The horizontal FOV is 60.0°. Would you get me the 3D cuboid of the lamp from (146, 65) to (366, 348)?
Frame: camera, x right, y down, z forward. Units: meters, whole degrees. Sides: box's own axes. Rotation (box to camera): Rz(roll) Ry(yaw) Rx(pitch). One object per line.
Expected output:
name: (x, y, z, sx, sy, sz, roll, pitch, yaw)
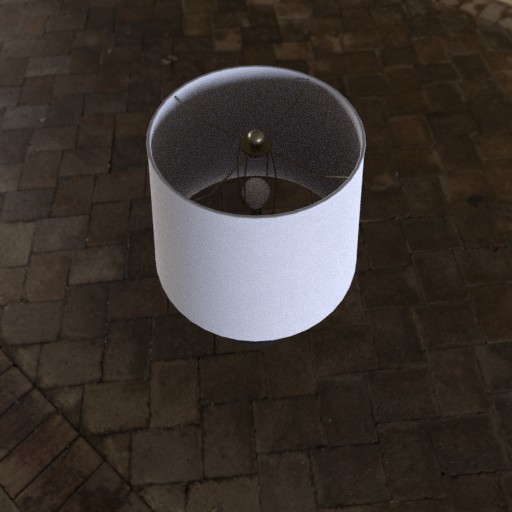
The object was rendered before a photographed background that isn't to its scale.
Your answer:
lamp: (0.000, 0.000, 0.551, 0.239, 0.399, 0.239, 0, 58, 0)
